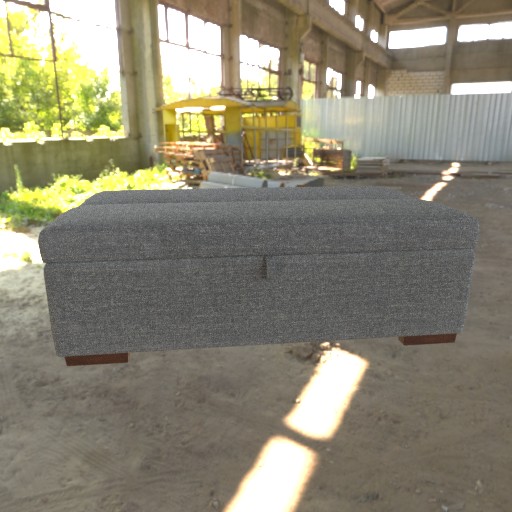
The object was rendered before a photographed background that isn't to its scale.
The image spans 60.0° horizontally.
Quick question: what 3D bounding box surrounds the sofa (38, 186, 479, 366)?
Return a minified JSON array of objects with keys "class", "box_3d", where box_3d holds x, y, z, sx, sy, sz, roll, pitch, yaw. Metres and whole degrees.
[{"class":"sofa","box_3d":[0.000,0.000,1.577,1.198,0.417,0.782,-2,16,-7]}]
